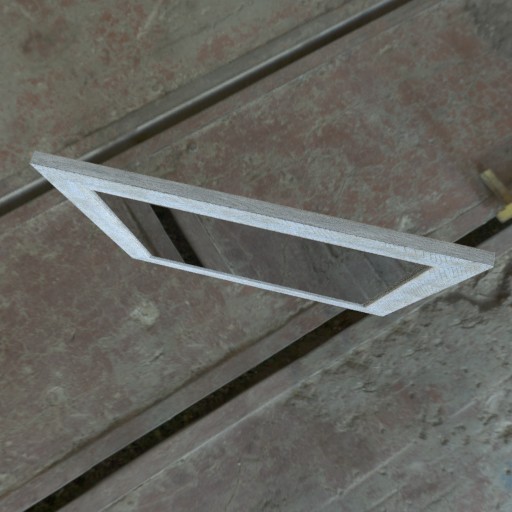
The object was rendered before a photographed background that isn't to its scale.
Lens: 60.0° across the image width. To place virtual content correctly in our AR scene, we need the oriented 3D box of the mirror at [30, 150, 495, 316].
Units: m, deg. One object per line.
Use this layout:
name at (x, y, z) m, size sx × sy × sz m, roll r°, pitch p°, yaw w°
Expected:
mirror at (0.000, 0.000, 1.113) m, size 0.839 × 0.689 × 0.028 m, roll 13°, pitch 76°, yaw 3°
